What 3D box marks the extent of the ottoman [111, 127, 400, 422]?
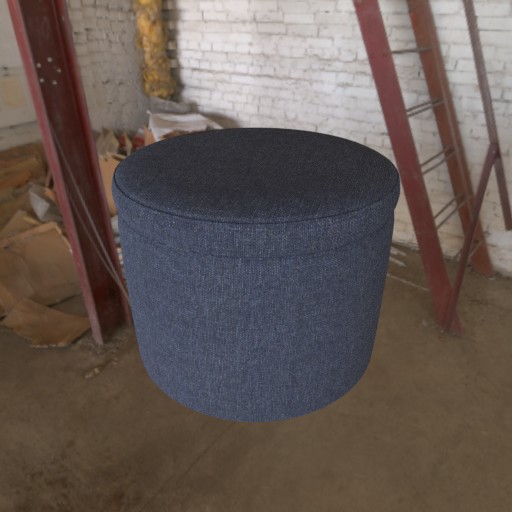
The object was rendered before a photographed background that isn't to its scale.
[{"bbox_3d":[0.000,0.000,0.912,0.520,0.430,0.520,0,30,0],"label":"ottoman"}]
